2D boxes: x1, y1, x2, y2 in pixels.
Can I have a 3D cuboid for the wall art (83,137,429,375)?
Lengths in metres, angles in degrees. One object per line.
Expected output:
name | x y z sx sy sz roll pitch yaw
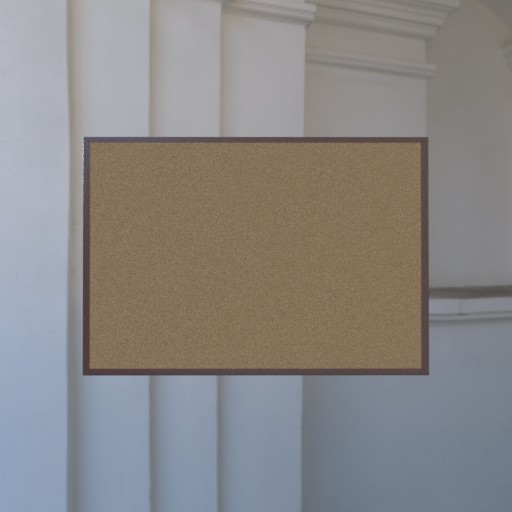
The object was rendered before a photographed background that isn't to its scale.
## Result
wall art | 0.000 0.000 0.851 0.660 0.455 0.014 0 0 0
